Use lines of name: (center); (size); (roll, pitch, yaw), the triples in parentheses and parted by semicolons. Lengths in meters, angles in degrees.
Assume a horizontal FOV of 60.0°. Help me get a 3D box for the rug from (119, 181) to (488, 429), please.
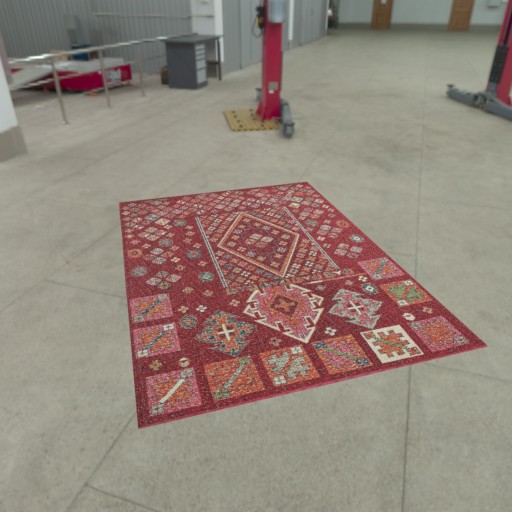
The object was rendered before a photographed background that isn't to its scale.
rug: (0.000, 0.000, 2.747); (1.579, 0.007, 2.184); (-9, 31, -14)
